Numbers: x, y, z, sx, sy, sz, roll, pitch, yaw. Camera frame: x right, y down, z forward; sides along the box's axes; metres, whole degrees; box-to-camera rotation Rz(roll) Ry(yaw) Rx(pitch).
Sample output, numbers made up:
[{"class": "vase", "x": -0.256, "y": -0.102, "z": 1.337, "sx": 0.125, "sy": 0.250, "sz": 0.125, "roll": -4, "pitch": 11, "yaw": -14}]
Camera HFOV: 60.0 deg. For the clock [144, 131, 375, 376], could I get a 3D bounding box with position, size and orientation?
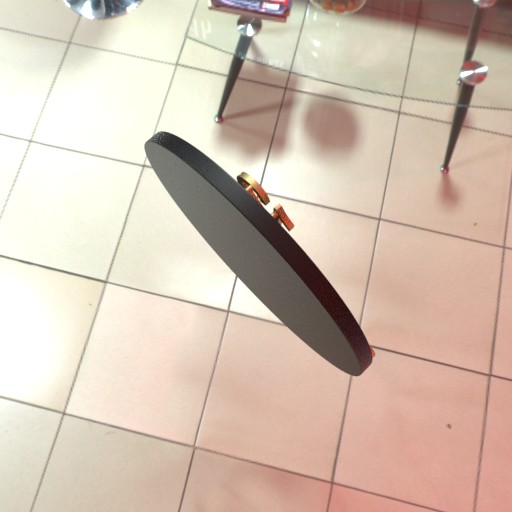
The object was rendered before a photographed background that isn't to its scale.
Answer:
[{"class": "clock", "x": 0.000, "y": 0.000, "z": 0.676, "sx": 0.038, "sy": 0.454, "sz": 0.454, "roll": -43, "pitch": 80, "yaw": -10}]
